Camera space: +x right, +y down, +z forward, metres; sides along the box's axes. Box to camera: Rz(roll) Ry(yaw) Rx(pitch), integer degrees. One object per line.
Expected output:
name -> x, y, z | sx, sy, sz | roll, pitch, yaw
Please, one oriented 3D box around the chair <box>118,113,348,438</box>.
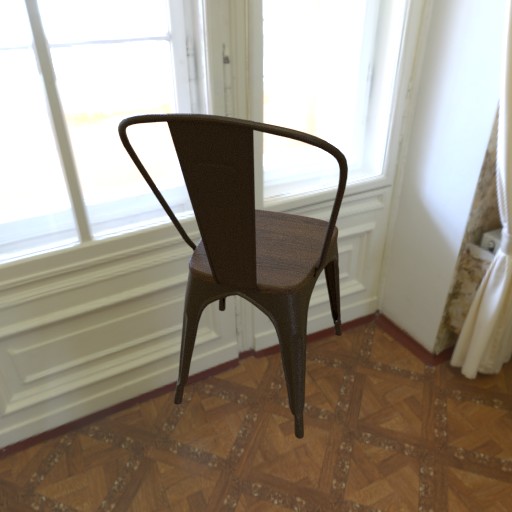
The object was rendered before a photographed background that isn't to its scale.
chair -> 0.000, 0.000, 1.146 | 0.451, 0.844, 0.532 | 10, 33, 15
